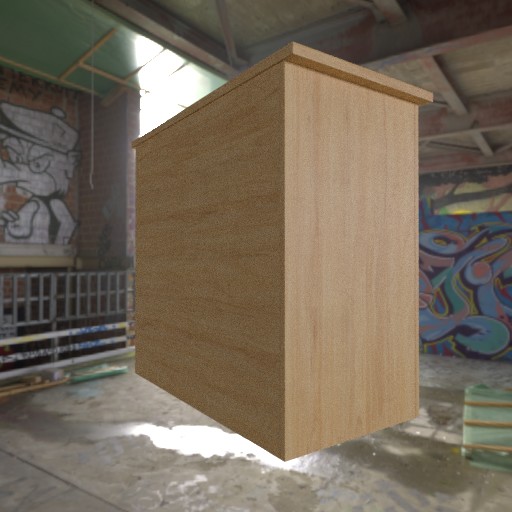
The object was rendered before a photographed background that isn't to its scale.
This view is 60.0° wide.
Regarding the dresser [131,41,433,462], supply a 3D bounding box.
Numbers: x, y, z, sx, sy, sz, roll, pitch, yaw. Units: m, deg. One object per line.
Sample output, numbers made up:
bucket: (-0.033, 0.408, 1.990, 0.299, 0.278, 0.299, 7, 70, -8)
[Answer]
dresser: (0.000, 0.000, 1.201, 0.410, 0.730, 0.800, 0, -1, -35)
